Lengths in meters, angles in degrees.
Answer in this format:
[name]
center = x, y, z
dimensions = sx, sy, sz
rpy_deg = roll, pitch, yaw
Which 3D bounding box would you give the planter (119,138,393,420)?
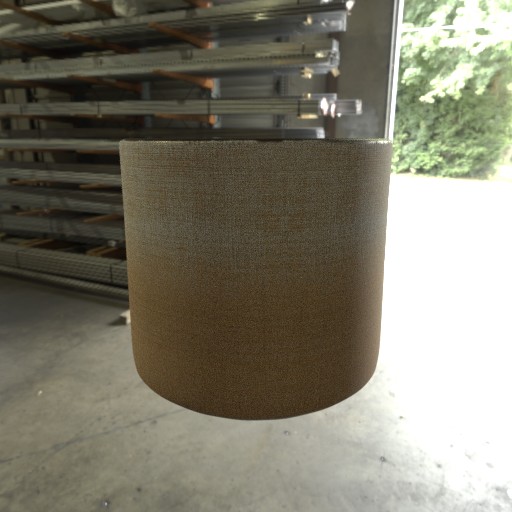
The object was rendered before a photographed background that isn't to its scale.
[planter]
center = 0.000, 0.000, 0.391
dimensions = 0.221, 0.201, 0.221
rpy_deg = 0, 15, 0
